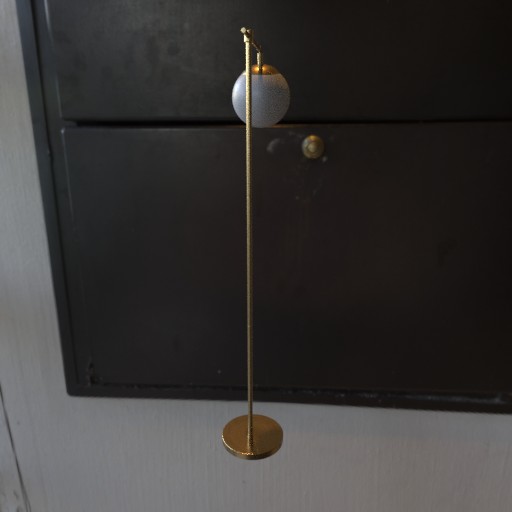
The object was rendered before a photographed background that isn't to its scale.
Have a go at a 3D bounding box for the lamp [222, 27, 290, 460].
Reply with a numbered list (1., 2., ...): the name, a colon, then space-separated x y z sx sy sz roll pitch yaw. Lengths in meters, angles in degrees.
1. lamp: 0.000 0.000 1.691 0.249 1.505 0.476 2 16 8
